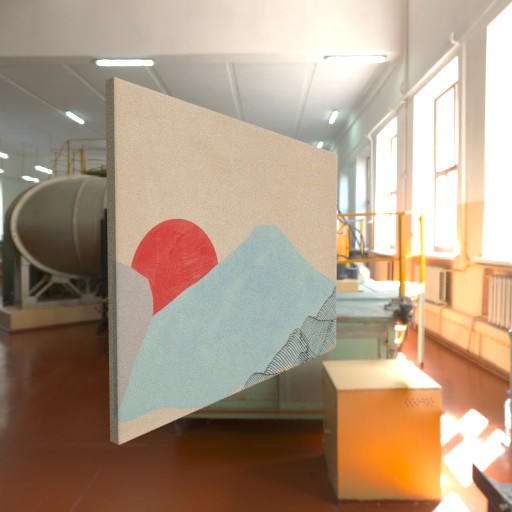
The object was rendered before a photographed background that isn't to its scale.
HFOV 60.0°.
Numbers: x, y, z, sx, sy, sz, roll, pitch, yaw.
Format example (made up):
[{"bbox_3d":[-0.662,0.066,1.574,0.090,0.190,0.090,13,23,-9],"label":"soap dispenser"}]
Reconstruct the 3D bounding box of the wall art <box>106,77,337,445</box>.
[{"bbox_3d":[0.000,0.000,1.598,0.042,0.912,1.219,2,3,36],"label":"wall art"}]
